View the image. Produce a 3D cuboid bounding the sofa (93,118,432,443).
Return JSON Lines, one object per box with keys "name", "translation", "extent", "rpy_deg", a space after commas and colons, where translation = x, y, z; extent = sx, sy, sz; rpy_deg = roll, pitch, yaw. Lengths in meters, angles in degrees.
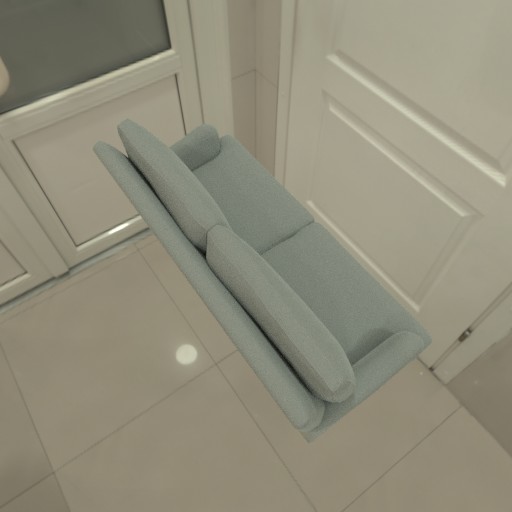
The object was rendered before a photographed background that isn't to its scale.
{"name": "sofa", "translation": [0.000, 0.000, 2.876], "extent": [1.069, 1.096, 2.193], "rpy_deg": [-31, 62, -19]}
